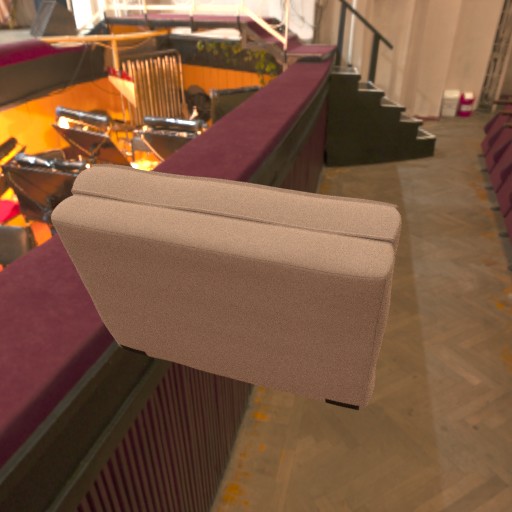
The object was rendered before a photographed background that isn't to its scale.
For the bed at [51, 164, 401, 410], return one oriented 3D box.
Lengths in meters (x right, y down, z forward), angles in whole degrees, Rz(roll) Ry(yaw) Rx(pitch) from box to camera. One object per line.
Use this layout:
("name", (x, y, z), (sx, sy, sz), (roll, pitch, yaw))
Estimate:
("bed", (0.000, 0.000, 1.338), (0.799, 0.614, 0.749), (10, 32, 16))
